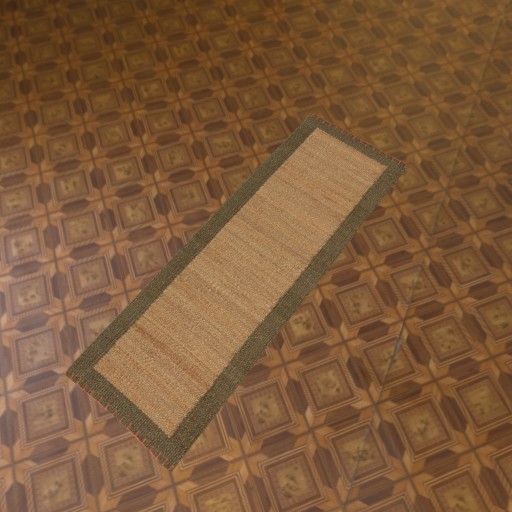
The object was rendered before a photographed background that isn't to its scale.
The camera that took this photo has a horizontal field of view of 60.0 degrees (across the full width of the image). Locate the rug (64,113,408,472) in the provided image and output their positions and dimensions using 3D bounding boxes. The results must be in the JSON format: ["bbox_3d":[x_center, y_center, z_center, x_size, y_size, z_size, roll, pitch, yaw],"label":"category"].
[{"bbox_3d":[0.000,0.000,2.733,0.810,0.016,2.413,34,68,16],"label":"rug"}]
